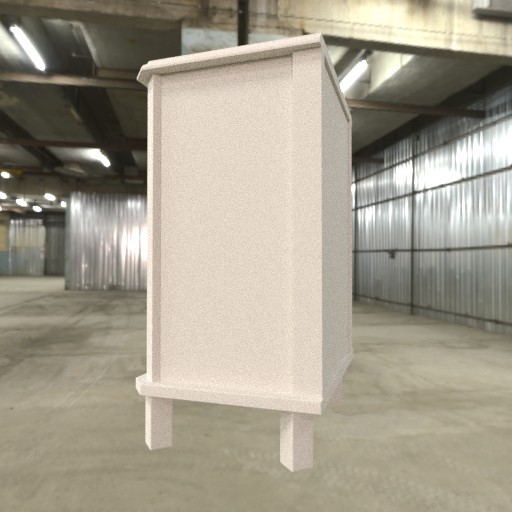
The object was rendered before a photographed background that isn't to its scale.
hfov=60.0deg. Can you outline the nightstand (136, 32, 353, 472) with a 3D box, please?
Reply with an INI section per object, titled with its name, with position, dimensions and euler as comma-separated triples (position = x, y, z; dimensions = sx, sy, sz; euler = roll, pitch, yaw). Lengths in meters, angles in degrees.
[nightstand]
position = 0.000, 0.000, 0.928
dimensions = 0.351, 0.681, 0.435
euler = 0, -1, 19
